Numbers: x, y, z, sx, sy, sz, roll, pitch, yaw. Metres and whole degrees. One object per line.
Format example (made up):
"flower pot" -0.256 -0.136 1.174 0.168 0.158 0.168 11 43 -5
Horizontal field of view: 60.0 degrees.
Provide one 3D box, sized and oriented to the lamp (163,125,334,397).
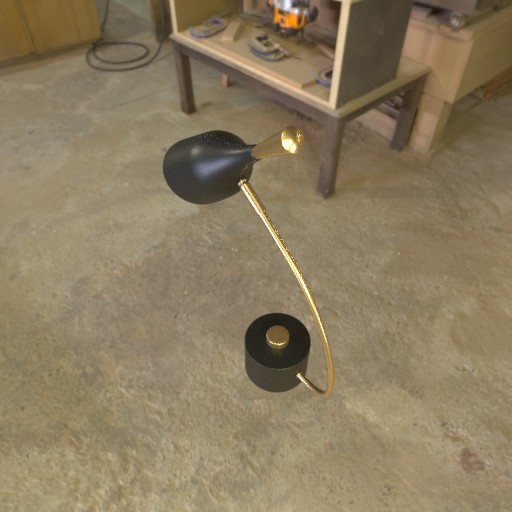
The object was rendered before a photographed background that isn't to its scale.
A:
"lamp" 0.000 0.000 0.640 0.110 0.464 0.352 -31 54 -26
